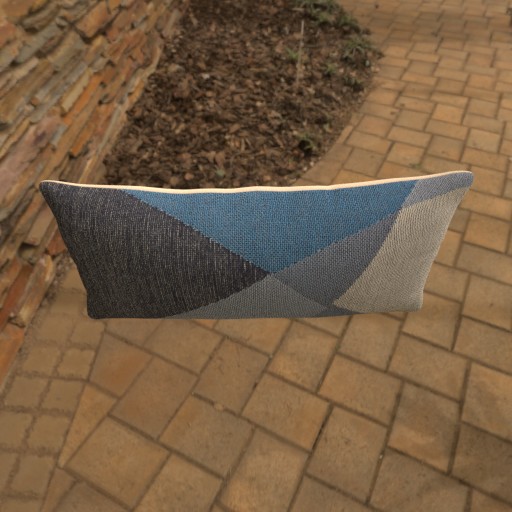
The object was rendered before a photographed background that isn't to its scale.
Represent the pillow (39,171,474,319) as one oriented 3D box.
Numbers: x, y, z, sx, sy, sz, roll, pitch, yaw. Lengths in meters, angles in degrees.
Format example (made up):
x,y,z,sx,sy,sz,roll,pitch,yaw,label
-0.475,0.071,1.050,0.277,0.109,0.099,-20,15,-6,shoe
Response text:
x,y,z,sx,sy,sz,roll,pitch,yaw,label
0.000,0.000,0.704,0.604,0.307,0.148,-1,45,-1,pillow
